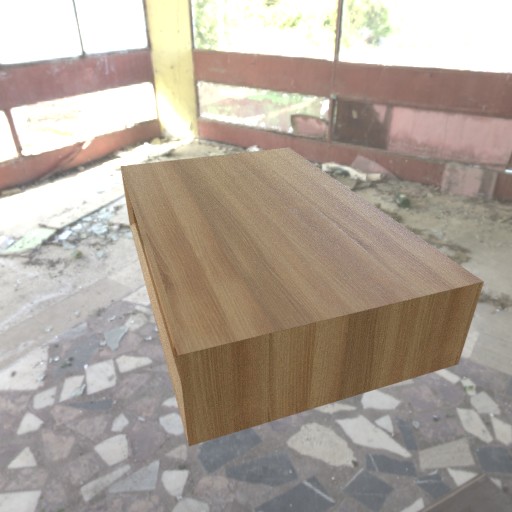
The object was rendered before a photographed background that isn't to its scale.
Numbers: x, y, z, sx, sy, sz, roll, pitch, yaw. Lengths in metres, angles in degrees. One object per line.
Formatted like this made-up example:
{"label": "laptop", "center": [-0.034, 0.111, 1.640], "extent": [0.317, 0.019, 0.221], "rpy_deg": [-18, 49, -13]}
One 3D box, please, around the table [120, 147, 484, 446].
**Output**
{"label": "table", "center": [0.000, 0.000, 1.431], "extent": [0.700, 0.330, 1.100], "rpy_deg": [-10, 32, -17]}
